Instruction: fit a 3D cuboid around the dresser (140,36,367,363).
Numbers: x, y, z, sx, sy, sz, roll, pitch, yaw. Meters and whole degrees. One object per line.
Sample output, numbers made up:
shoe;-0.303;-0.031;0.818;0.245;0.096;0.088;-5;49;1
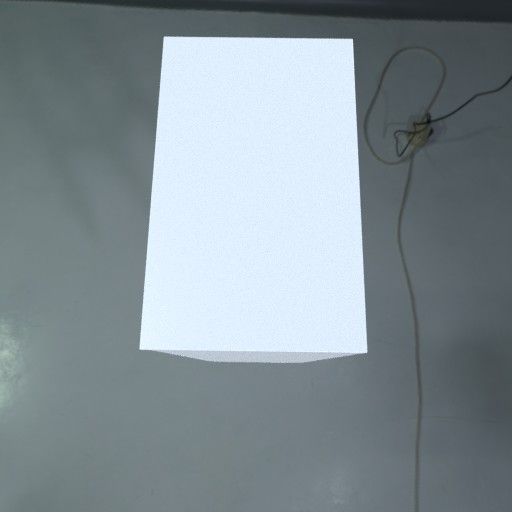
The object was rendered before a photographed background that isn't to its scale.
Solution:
dresser;0.000;0.000;1.434;0.400;1.190;0.650;1;76;0
